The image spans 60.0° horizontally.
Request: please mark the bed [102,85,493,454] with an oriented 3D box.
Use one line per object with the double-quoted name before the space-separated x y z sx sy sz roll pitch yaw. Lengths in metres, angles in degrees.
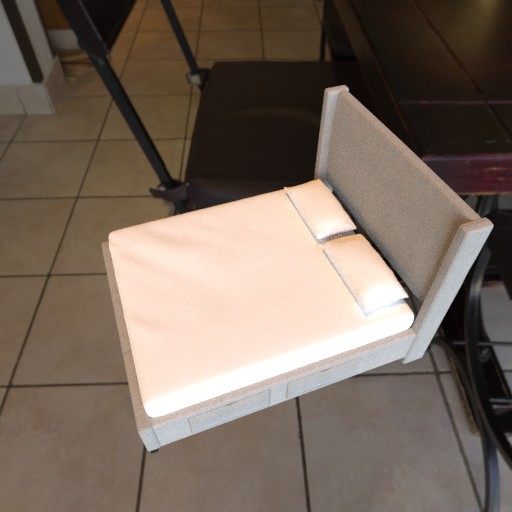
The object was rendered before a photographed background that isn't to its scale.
"bed" 0.000 0.000 3.339 2.222 1.491 1.774 -16 50 -14
